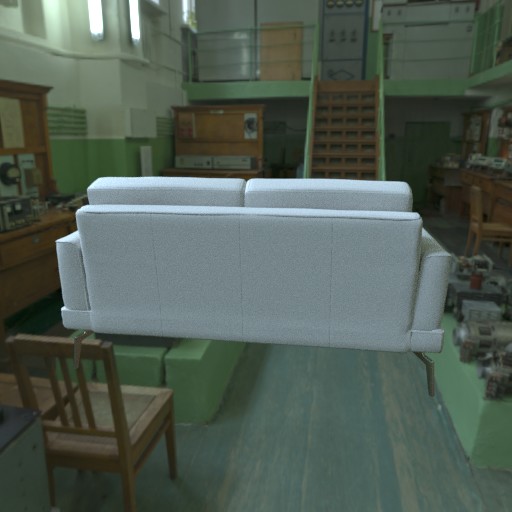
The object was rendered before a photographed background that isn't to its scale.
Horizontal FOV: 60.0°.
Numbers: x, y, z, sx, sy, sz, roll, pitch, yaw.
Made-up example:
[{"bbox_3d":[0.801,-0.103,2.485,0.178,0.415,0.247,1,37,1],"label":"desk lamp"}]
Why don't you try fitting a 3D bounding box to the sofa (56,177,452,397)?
[{"bbox_3d":[0.000,0.000,2.474,1.819,0.930,1.121,2,16,8],"label":"sofa"}]
